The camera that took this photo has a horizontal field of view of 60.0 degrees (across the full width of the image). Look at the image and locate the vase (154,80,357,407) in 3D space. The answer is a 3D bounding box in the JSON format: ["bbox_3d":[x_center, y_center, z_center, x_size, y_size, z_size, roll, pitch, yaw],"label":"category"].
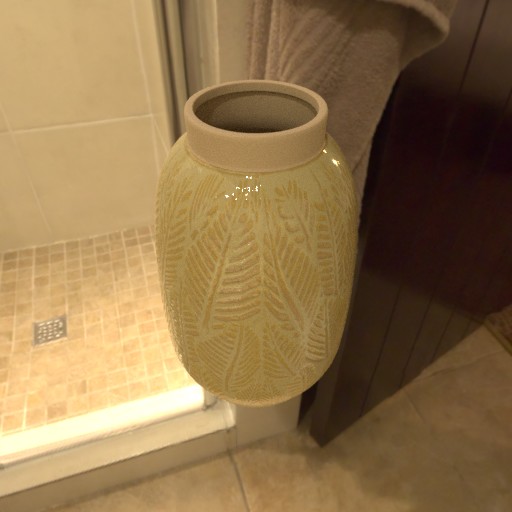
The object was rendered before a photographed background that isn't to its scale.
[{"bbox_3d":[0.000,0.000,0.386,0.172,0.270,0.172,0,41,0],"label":"vase"}]
